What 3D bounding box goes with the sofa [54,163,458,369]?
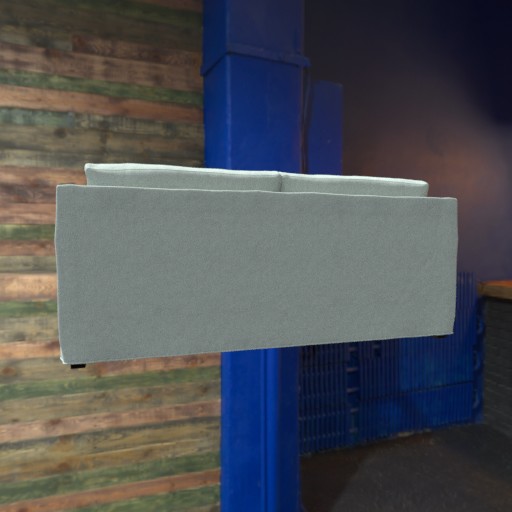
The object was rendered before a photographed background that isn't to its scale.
[{"bbox_3d":[0.000,0.000,2.481,1.987,0.870,0.940,-1,2,-18],"label":"sofa"}]
